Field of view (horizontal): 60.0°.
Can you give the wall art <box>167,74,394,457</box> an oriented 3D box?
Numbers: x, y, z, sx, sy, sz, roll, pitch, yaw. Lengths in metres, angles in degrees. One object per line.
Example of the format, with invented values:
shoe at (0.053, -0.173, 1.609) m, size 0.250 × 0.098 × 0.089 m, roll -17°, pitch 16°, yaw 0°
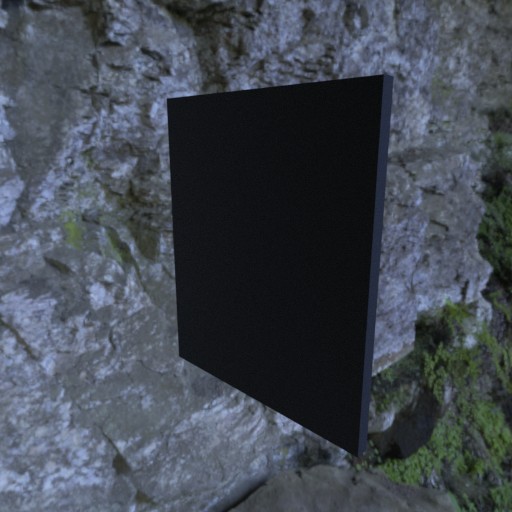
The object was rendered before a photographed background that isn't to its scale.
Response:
wall art at (0.000, 0.000, 0.715) m, size 0.428 × 0.505 × 0.023 m, roll 14°, pitch 20°, yaw 43°
